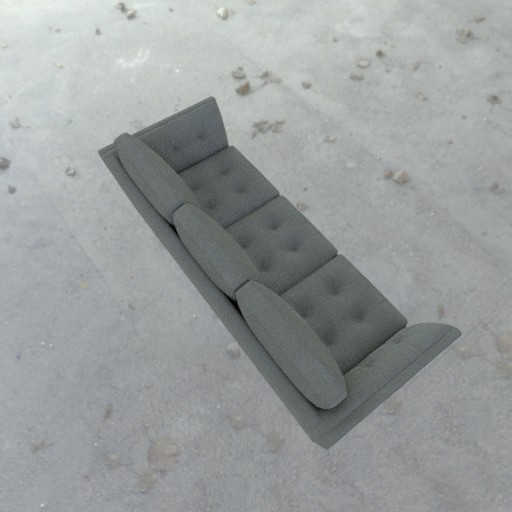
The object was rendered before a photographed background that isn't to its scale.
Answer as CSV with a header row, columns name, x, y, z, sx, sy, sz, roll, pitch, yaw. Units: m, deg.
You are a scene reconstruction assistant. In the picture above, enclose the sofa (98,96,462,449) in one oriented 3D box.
name,x,y,z,sx,sy,sz,roll,pitch,yaw
sofa,0.000,0.000,2.954,0.965,0.940,2.387,-32,63,-18
